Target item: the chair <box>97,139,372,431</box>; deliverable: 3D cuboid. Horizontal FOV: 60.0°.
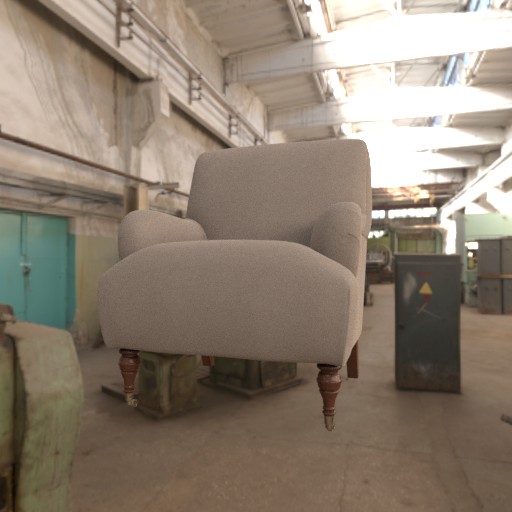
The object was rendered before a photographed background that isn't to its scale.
[{"bbox_3d":[0.000,0.000,1.560,0.766,0.942,0.842,0,0,18],"label":"chair"}]
